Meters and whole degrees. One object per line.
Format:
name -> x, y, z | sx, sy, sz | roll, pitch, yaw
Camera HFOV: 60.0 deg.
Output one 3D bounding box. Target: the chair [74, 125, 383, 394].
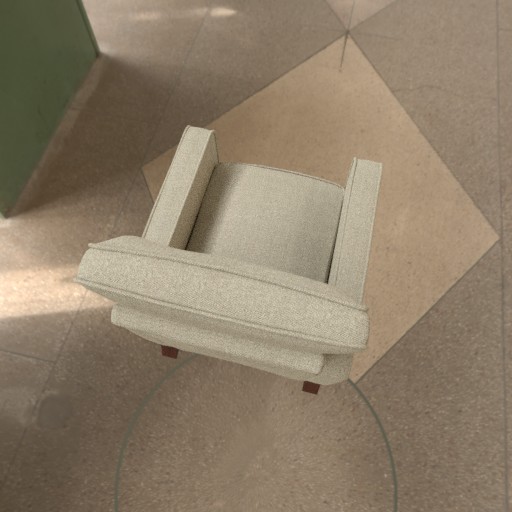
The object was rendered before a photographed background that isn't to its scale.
chair -> 0.000, 0.000, 1.354 | 0.648, 0.888, 0.754 | 13, 64, 6
